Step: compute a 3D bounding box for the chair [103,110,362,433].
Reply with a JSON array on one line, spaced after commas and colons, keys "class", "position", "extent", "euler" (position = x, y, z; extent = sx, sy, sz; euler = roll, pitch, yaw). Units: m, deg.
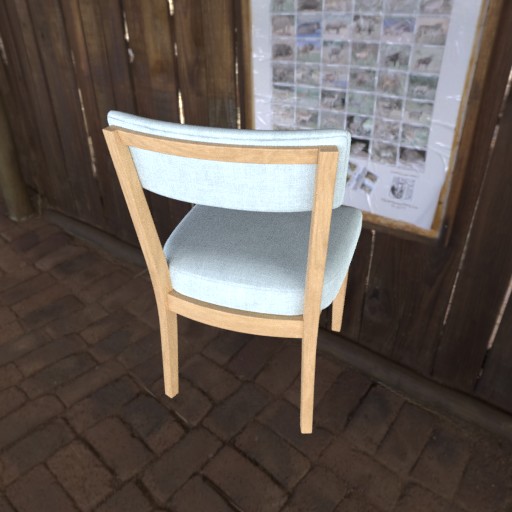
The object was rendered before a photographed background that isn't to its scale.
[{"class": "chair", "position": [0.000, 0.000, 1.205], "extent": [0.508, 0.832, 0.572], "euler": [9, 32, 15]}]
